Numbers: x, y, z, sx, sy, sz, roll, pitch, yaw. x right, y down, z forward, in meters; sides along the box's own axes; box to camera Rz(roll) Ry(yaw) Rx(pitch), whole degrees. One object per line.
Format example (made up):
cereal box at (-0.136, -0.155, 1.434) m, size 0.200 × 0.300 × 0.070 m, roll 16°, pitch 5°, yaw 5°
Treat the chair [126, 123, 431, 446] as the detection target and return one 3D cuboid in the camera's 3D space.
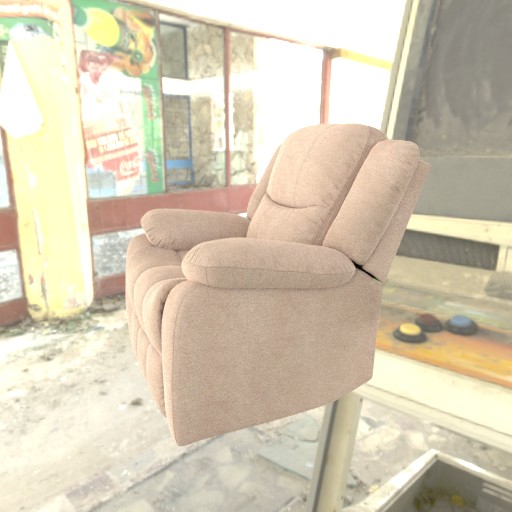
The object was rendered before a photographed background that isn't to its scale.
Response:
chair at (0.000, 0.000, 1.736) m, size 0.944 × 1.008 × 0.899 m, roll -6°, pitch 16°, yaw -24°
